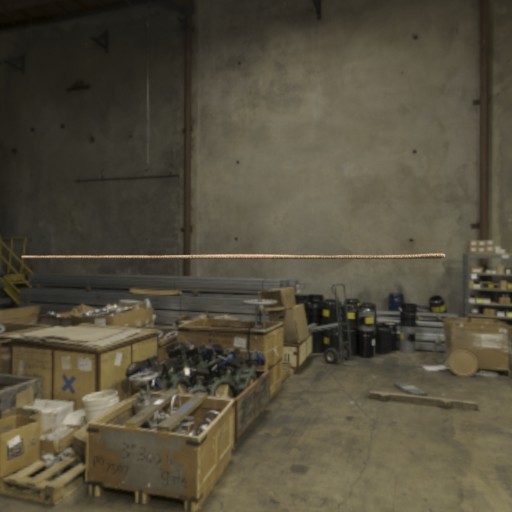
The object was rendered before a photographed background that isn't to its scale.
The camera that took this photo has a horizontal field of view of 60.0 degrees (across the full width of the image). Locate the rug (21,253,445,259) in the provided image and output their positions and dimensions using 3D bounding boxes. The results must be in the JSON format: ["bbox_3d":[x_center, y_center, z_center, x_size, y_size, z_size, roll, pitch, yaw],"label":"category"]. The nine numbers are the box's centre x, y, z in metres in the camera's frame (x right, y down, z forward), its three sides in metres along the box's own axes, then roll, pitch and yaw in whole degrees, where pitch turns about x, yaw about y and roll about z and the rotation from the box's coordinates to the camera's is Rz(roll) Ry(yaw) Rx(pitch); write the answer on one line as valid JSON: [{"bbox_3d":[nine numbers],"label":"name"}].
[{"bbox_3d":[0.000,0.000,4.102,3.052,0.043,2.453,0,0,19],"label":"rug"}]
